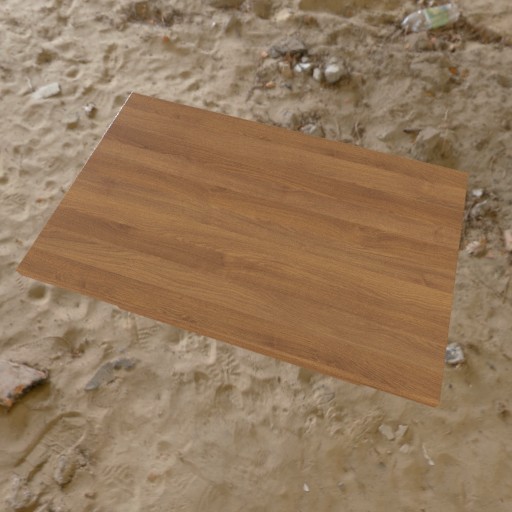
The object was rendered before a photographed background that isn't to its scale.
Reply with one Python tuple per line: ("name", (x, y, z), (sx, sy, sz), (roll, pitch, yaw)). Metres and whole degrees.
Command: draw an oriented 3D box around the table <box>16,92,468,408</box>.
("table", (0.000, 0.000, 1.434), (1.100, 0.442, 0.700), (16, 63, 9))
